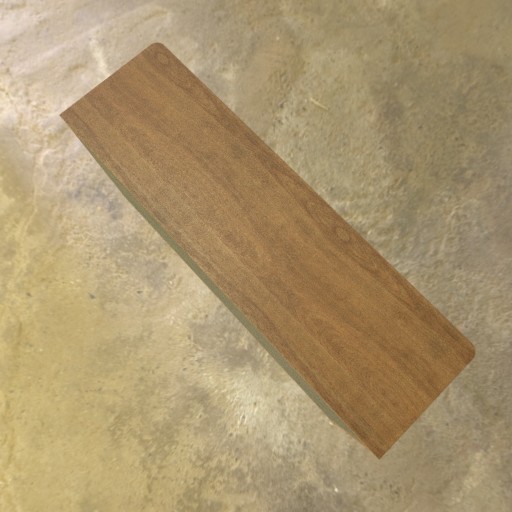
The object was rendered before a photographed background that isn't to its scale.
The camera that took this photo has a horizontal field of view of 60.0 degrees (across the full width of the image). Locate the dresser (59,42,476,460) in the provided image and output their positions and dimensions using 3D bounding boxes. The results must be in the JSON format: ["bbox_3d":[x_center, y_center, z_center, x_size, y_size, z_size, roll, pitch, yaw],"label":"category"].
[{"bbox_3d":[0.000,0.000,1.937,0.468,0.892,1.583,-42,80,-9],"label":"dresser"}]
